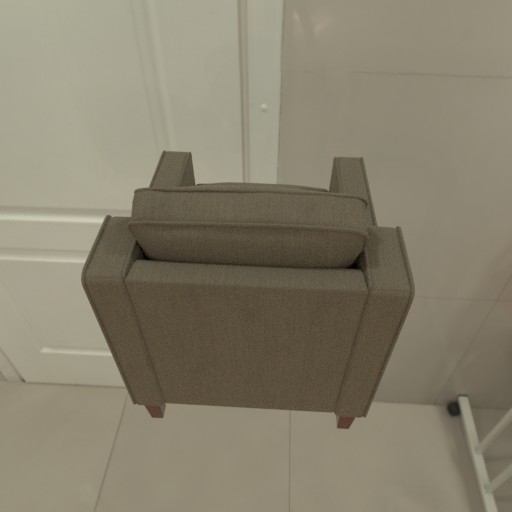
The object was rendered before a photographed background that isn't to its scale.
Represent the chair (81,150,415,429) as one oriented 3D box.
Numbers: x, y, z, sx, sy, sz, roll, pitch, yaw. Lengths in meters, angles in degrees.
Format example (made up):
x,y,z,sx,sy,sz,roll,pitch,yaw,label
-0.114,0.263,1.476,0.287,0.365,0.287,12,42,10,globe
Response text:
x,y,z,sx,sy,sz,roll,pitch,yaw,label
0.000,0.000,1.643,0.831,0.960,0.909,2,45,2,chair
